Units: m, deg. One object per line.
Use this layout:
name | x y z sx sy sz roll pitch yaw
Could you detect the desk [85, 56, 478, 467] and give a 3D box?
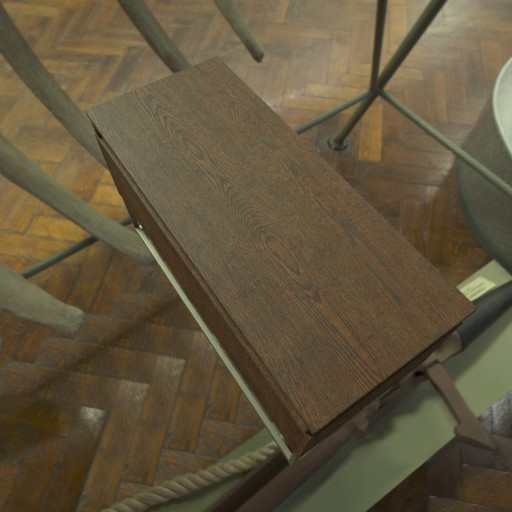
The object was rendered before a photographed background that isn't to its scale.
desk | 0.000 0.000 1.791 0.610 0.792 1.384 -30 63 -17
